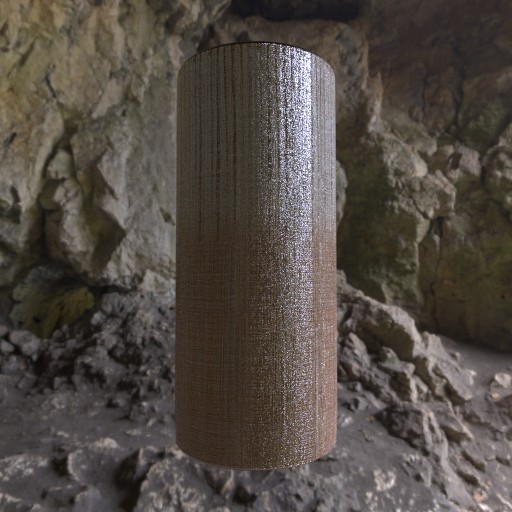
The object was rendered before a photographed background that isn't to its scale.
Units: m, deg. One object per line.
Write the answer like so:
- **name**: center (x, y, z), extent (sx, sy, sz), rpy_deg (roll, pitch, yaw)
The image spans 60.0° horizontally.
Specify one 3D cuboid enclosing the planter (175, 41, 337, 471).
- **planter**: center (0.000, 0.000, 0.281), extent (0.100, 0.227, 0.100), rpy_deg (-1, -3, 35)
